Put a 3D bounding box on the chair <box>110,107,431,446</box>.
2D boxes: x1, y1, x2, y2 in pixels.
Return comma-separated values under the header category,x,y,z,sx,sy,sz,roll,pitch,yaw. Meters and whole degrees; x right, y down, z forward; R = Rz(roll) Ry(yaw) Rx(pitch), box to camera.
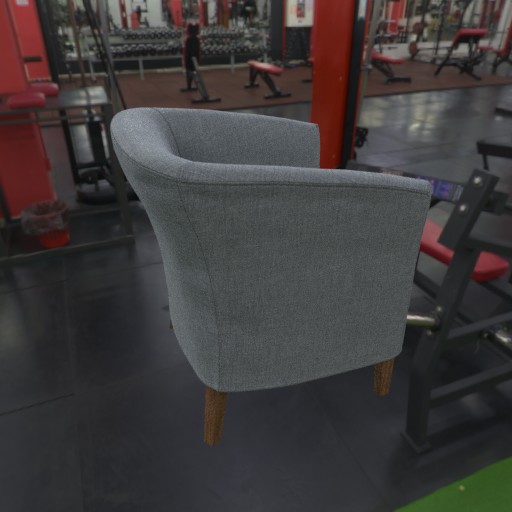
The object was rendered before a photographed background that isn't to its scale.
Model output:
category,x,y,z,sx,sy,sz,roll,pitch,yaw
chair,0.000,0.000,1.247,0.668,0.771,0.600,-10,32,-17
